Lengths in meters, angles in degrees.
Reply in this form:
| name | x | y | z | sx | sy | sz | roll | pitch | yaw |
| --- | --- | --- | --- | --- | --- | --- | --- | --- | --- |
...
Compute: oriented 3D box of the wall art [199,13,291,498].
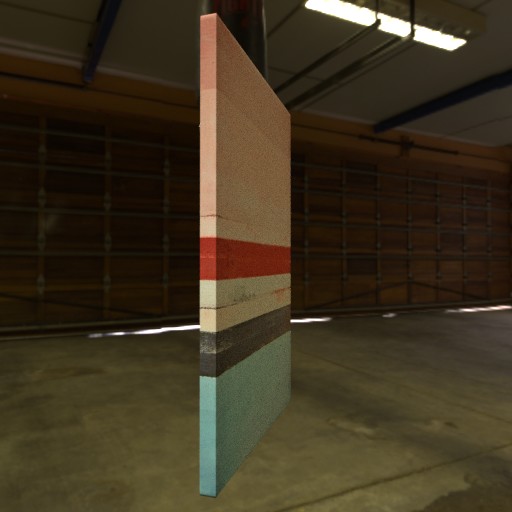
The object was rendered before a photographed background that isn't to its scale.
| name | x | y | z | sx | sy | sz | roll | pitch | yaw |
| --- | --- | --- | --- | --- | --- | --- | --- | --- | --- |
| wall art | 0.000 | 0.000 | 1.132 | 0.038 | 0.914 | 0.610 | 0 | -1 | 18 |
